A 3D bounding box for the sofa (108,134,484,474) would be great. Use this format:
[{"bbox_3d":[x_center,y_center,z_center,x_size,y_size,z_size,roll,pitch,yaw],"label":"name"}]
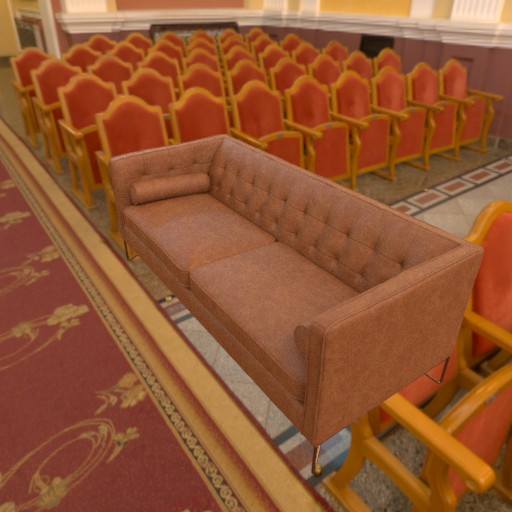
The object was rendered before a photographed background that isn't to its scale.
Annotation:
[{"bbox_3d":[0.000,0.000,2.540,0.912,0.798,2.079,-20,37,-29],"label":"sofa"}]
